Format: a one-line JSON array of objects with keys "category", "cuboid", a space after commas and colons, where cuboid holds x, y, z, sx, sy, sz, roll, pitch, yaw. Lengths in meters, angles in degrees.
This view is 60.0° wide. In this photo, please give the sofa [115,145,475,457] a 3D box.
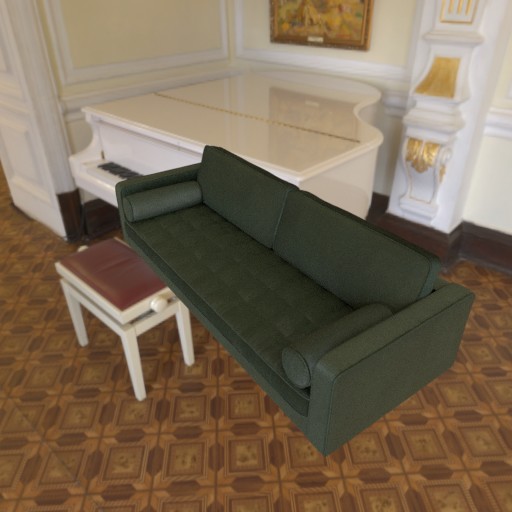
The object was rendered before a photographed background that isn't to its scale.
[{"category": "sofa", "cuboid": [0.000, 0.000, 2.638, 0.918, 0.769, 2.199, -21, 38, -29]}]
